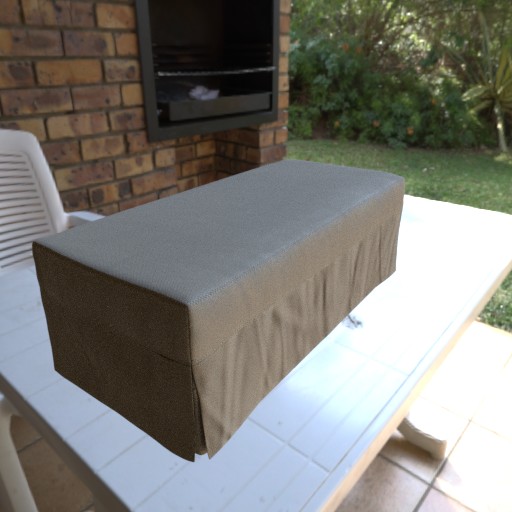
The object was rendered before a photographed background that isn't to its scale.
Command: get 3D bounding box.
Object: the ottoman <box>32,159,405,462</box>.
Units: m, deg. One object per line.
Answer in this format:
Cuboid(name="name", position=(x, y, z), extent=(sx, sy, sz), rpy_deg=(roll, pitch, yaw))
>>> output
Cuboid(name="ottoman", position=(0.000, 0.000, 1.656), extent=(0.665, 0.457, 1.388), rpy_deg=(17, 29, 32))
